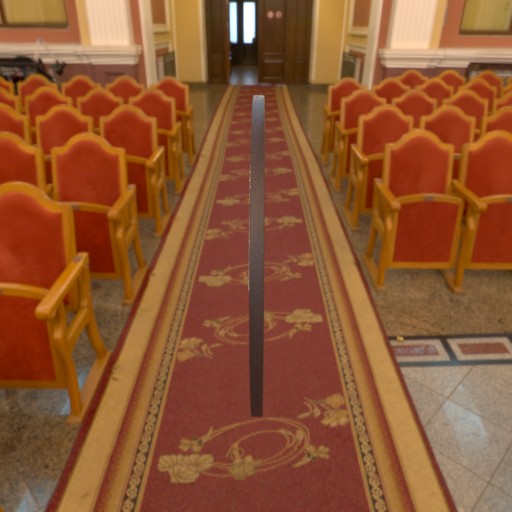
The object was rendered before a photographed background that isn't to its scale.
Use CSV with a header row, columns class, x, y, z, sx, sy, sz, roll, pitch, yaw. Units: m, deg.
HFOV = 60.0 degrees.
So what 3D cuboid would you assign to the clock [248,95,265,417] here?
class,x,y,z,sx,sy,sz,roll,pitch,yaw
clock,0.000,0.000,0.873,0.029,0.595,0.595,0,27,1
